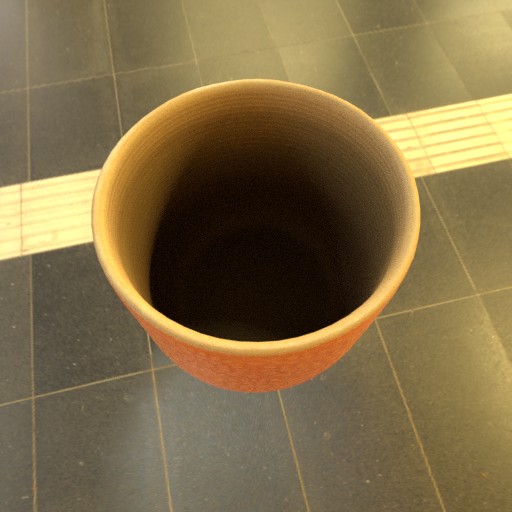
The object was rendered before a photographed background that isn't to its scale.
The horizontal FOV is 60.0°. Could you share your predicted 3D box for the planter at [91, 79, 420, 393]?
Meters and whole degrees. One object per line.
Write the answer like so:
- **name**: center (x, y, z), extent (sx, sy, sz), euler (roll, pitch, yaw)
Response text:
- **planter**: center (0.000, 0.000, 0.289), extent (0.170, 0.152, 0.170), euler (0, 64, 0)
